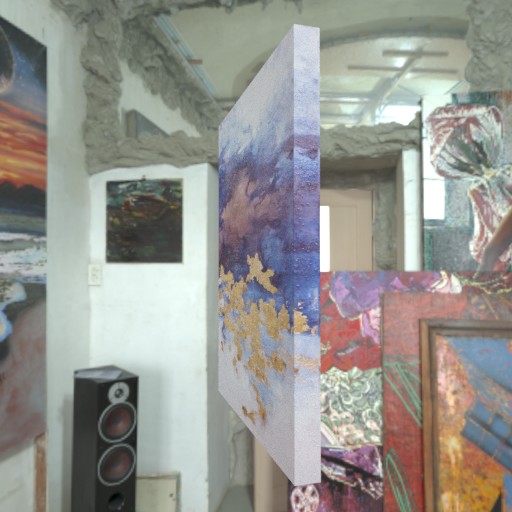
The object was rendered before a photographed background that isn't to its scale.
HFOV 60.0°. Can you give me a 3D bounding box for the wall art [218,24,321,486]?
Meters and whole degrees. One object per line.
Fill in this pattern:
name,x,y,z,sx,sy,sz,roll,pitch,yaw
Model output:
wall art,0.000,0.000,0.769,0.036,0.581,0.437,0,-1,-17
